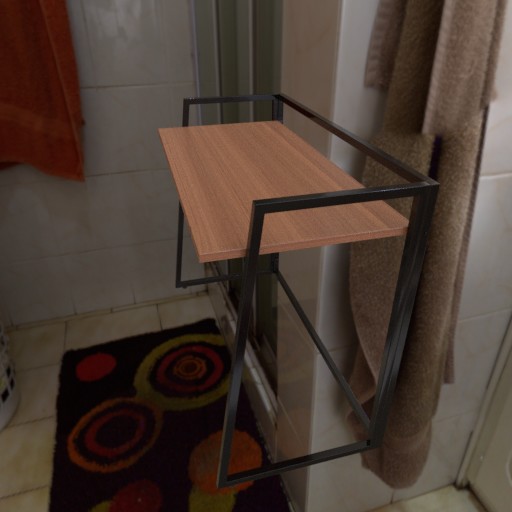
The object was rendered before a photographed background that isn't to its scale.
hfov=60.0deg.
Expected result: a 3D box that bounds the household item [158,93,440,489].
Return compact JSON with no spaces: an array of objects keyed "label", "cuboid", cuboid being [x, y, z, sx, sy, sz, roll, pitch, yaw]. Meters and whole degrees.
[{"label":"household item","cuboid":[0.000,0.000,1.517,0.510,0.860,1.050,-8,31,-13]}]
